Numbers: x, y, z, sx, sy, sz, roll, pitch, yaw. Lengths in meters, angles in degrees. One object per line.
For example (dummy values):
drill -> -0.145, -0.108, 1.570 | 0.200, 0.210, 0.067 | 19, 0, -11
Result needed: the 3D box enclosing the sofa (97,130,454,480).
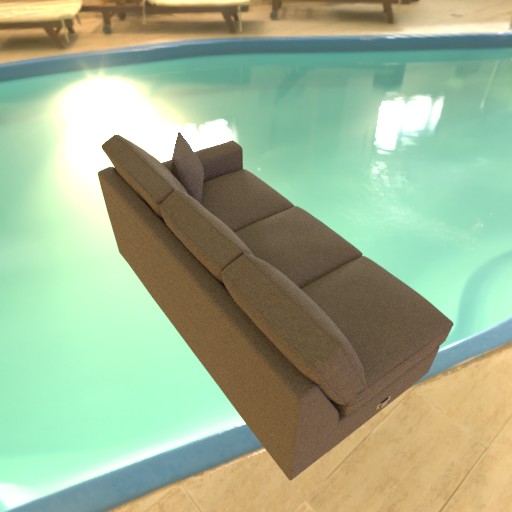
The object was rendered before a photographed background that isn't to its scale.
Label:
sofa -> 0.000, 0.000, 2.523 | 1.034, 0.946, 1.963 | -26, 48, -26
